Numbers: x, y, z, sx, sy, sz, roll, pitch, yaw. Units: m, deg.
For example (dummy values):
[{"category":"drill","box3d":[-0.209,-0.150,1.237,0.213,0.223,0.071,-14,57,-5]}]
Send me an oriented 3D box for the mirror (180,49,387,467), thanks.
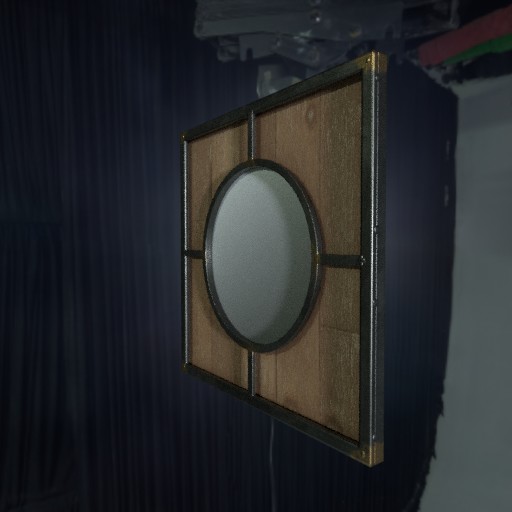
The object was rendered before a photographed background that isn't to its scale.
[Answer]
[{"category":"mirror","box3d":[0.000,0.000,0.562,0.020,0.381,0.382,-1,2,-36]}]
